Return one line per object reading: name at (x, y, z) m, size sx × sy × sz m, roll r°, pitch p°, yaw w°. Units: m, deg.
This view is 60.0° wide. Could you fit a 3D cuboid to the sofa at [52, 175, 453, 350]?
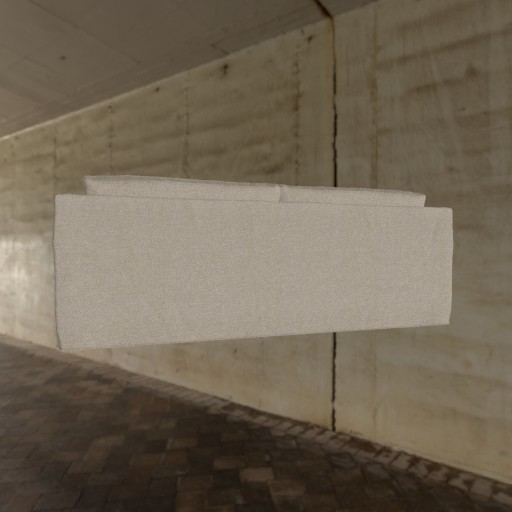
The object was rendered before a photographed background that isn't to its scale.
sofa at (0.000, 0.000, 2.812) m, size 2.296 × 0.847 × 0.956 m, roll 0°, pitch 1°, yaw -19°
